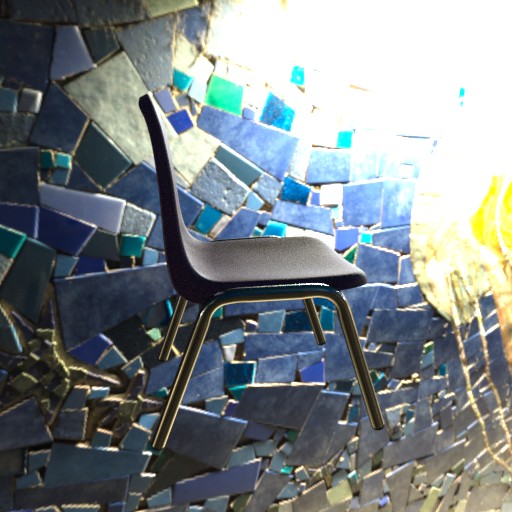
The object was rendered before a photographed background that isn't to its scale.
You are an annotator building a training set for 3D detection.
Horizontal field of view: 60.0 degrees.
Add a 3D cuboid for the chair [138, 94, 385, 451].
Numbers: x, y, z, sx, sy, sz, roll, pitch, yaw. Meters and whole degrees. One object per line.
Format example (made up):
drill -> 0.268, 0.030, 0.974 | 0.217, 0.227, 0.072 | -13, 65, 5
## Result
chair -> 0.000, 0.000, 0.858 | 0.419, 0.584, 0.356 | -3, 16, -10
